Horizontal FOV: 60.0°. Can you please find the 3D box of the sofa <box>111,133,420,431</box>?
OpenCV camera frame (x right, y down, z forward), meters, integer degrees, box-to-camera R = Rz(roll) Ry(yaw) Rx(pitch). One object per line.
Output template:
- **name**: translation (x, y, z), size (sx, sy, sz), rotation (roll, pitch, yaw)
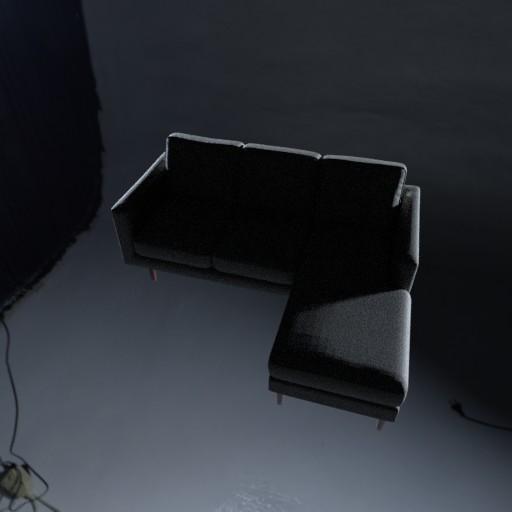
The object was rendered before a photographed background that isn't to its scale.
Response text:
- **sofa**: translation (0.000, 0.000, 3.014), size (2.055, 0.957, 1.667), rotation (11, 42, 12)
